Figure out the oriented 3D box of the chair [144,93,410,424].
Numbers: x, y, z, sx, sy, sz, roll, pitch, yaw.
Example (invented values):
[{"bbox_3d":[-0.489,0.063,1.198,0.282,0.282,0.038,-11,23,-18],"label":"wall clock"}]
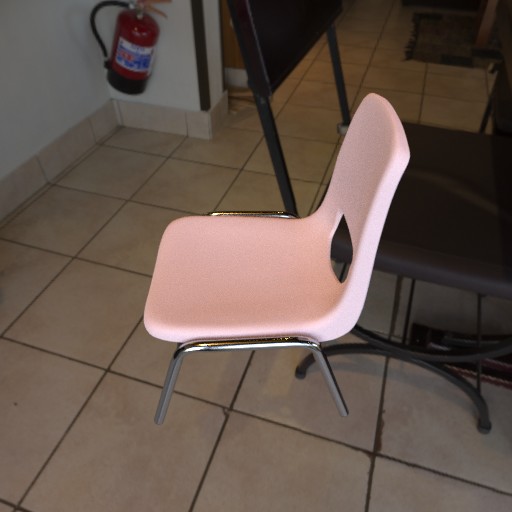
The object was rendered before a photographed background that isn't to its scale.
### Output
[{"bbox_3d":[0.000,0.000,0.784,0.385,0.536,0.354,0,42,0],"label":"chair"}]
